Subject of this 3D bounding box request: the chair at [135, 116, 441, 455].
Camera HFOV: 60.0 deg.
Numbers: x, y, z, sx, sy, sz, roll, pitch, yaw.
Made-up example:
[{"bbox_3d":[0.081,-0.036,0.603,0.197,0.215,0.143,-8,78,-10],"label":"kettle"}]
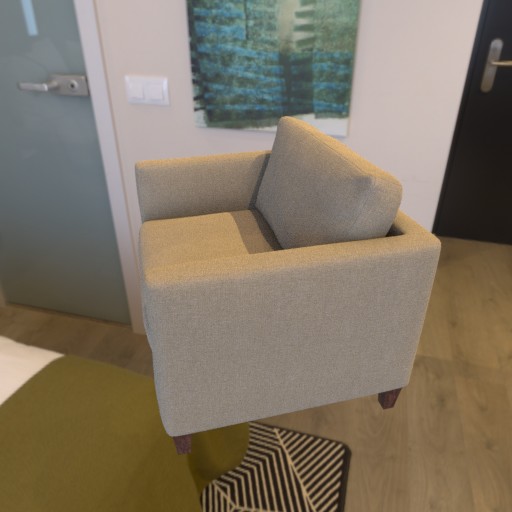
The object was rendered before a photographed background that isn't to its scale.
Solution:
[{"bbox_3d":[0.000,0.000,1.862,0.959,0.963,1.107,-8,31,-13],"label":"chair"}]
